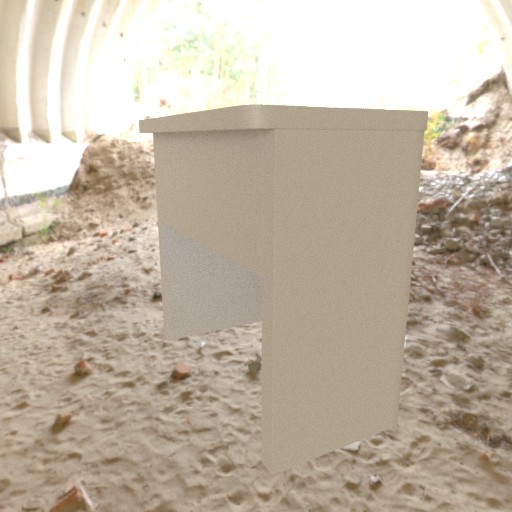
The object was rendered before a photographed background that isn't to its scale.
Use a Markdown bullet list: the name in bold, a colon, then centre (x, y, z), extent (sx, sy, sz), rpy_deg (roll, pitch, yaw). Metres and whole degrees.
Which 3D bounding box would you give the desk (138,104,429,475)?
- **desk**: centre (0.000, 0.000, 1.267), extent (0.446, 0.760, 0.790), rpy_deg (-8, 17, -27)
